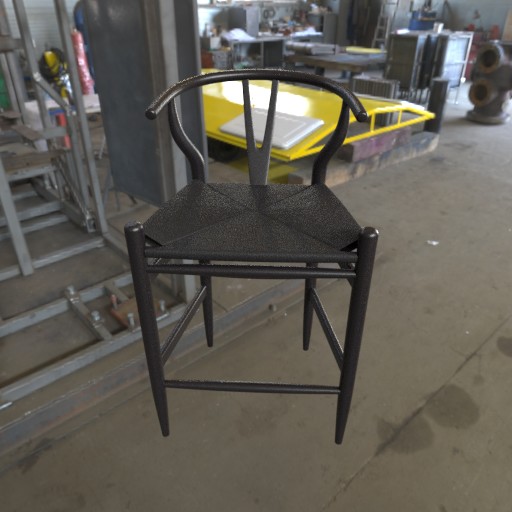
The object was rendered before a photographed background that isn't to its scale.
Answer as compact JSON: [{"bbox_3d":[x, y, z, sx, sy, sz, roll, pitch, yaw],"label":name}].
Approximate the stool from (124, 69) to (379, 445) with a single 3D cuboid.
[{"bbox_3d":[0.000,0.000,1.334,0.569,0.970,0.579,2,31,3],"label":"stool"}]
